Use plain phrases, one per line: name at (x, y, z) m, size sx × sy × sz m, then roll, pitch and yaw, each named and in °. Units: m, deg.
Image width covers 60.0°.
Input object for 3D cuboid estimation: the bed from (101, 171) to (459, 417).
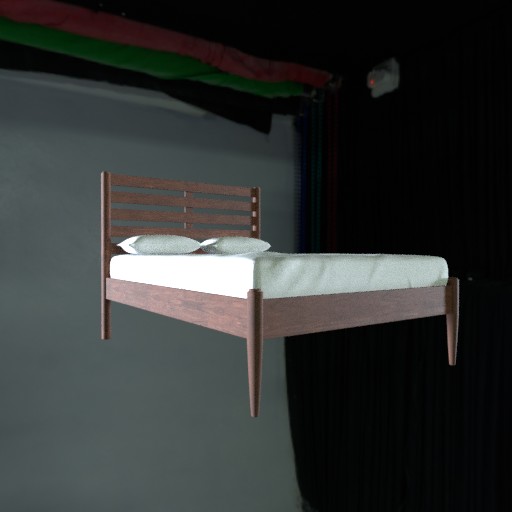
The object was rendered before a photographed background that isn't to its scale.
bed at (0.000, 0.000, 3.054) m, size 1.509 × 1.304 × 2.093 m, roll 0°, pitch 1°, yaw -35°
